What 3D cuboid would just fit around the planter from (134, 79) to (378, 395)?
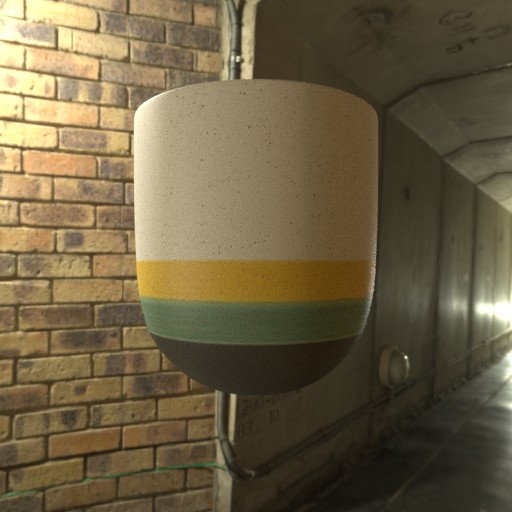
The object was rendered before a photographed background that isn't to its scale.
[{"bbox_3d":[0.000,0.000,0.366,0.195,0.214,0.195,0,-1,0],"label":"planter"}]
